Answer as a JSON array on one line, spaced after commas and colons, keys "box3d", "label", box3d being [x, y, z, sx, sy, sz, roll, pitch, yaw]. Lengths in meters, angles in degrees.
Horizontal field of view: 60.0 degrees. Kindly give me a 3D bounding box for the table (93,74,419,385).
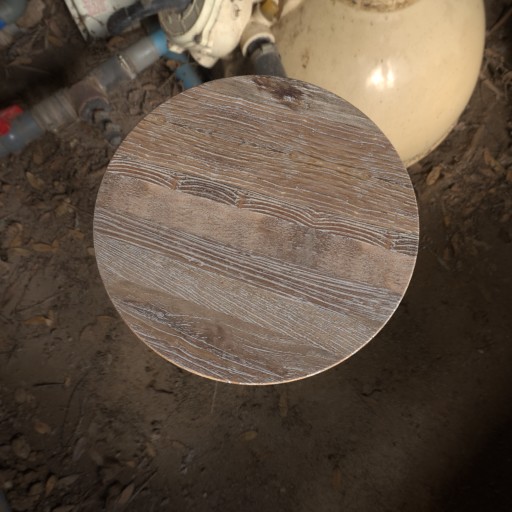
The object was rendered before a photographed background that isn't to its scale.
[{"box3d": [0.000, 0.000, 0.921, 0.500, 0.500, 0.500, 0, 76, 0], "label": "table"}]
